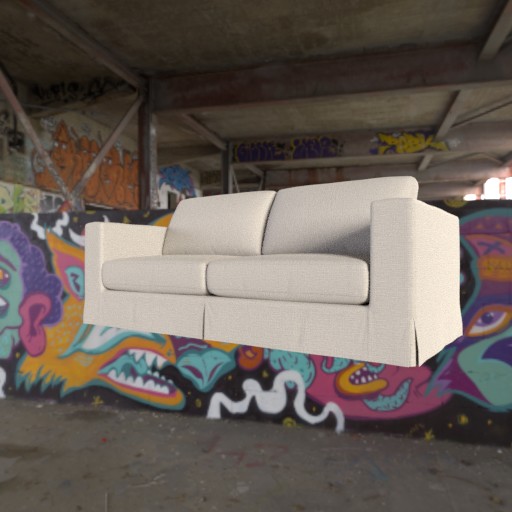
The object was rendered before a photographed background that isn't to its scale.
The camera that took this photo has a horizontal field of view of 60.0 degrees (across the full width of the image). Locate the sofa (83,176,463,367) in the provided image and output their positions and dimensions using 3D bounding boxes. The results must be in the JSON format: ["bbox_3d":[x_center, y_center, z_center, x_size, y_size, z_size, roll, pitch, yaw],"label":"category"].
[{"bbox_3d":[0.000,0.000,2.708,2.163,0.881,0.954,0,-1,35],"label":"sofa"}]
